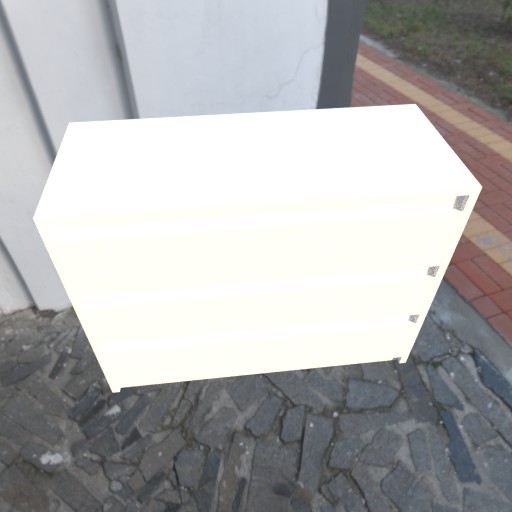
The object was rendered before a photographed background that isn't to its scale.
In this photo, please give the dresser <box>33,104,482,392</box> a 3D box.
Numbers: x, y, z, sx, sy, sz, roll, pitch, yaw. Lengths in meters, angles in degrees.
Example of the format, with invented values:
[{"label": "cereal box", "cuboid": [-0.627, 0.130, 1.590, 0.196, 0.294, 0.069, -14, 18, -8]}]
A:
[{"label": "dresser", "cuboid": [0.000, 0.000, 1.527, 1.100, 0.820, 0.460, -5, 45, -5]}]
